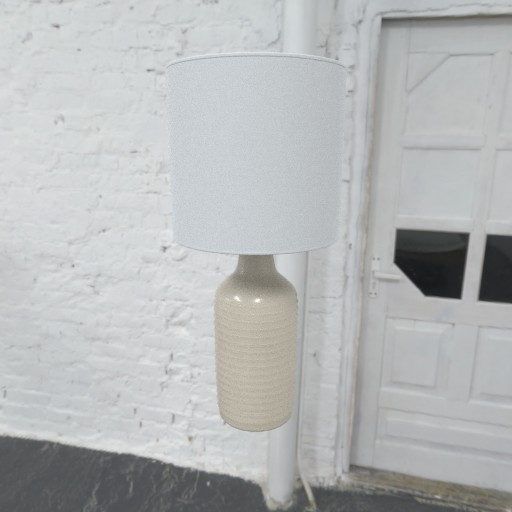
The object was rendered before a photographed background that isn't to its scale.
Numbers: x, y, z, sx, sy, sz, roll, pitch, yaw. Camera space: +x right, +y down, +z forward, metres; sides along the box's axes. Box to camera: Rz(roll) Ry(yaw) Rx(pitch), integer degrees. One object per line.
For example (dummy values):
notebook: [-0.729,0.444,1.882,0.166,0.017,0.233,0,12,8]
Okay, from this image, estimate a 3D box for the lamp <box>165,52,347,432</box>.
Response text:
lamp: [0.000,0.000,0.606,0.220,0.475,0.220,-2,14,-9]
